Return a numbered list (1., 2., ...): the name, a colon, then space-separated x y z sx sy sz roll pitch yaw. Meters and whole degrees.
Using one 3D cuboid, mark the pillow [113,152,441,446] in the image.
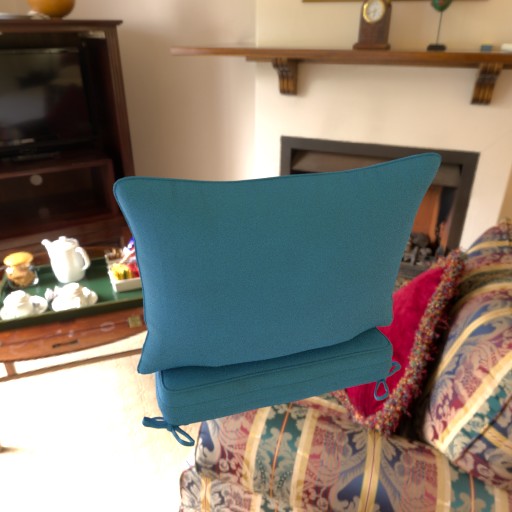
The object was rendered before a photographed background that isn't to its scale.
1. pillow: 0.000 0.000 1.368 0.798 0.725 0.733 -8 28 -15
